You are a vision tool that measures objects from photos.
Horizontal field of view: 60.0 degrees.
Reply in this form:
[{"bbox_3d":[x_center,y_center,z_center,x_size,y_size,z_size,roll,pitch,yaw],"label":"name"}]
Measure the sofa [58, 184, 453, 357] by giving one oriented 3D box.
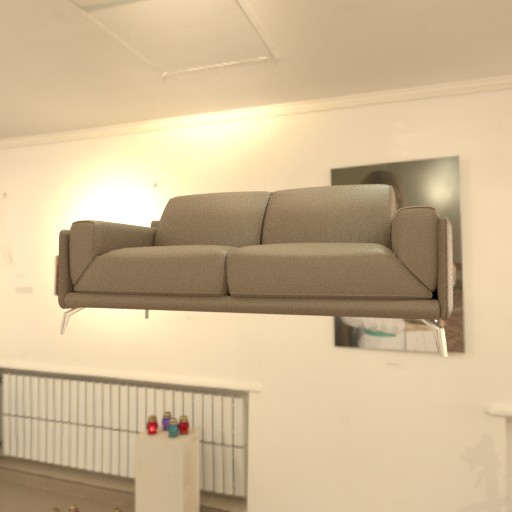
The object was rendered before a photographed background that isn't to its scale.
[{"bbox_3d":[0.000,0.000,2.640,2.101,0.930,1.049,-1,-2,19],"label":"sofa"}]
